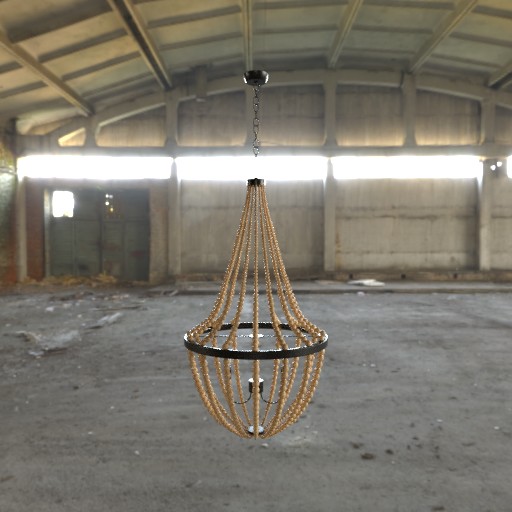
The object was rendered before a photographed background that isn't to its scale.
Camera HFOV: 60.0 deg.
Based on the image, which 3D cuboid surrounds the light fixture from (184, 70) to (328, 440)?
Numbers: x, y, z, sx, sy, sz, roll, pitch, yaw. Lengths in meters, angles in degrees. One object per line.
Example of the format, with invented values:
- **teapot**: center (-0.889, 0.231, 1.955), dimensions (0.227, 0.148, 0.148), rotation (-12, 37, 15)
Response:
- **light fixture**: center (0.000, 0.000, 1.400), dimensions (0.450, 1.133, 0.450), rotation (0, 1, 0)
